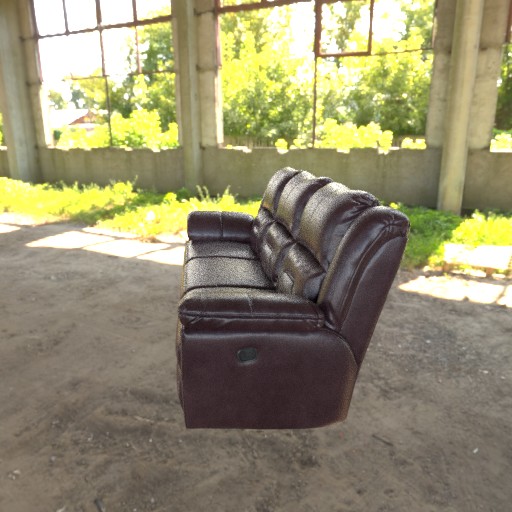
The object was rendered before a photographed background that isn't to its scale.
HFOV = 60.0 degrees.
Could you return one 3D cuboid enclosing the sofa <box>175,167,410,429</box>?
[{"bbox_3d":[0.000,0.000,2.872,0.991,1.043,2.337,-2,15,-7],"label":"sofa"}]
